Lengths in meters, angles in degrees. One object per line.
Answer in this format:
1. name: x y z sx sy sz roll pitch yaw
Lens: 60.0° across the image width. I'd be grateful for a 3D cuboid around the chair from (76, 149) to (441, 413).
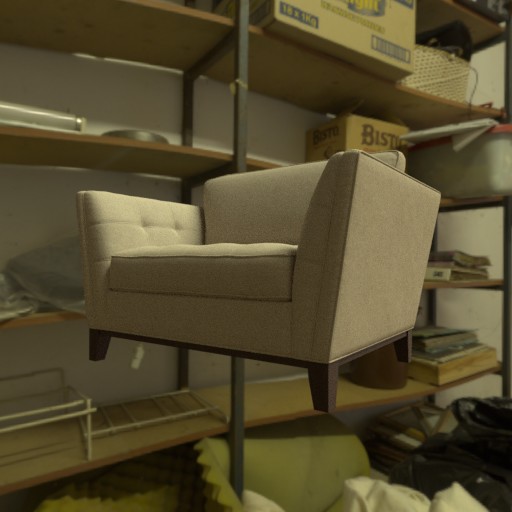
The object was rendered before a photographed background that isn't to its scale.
1. chair: 0.000 0.000 2.036 1.397 0.940 0.965 0 -1 36
